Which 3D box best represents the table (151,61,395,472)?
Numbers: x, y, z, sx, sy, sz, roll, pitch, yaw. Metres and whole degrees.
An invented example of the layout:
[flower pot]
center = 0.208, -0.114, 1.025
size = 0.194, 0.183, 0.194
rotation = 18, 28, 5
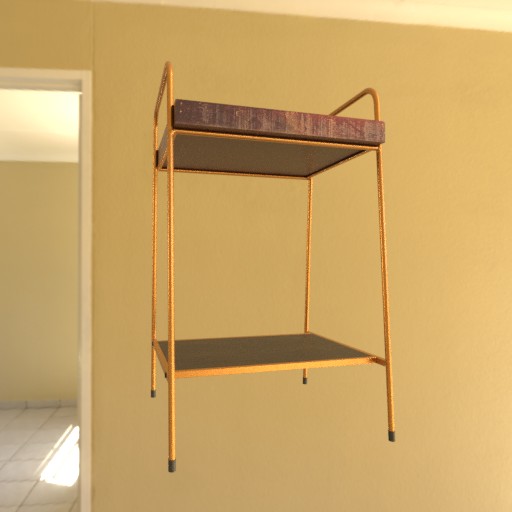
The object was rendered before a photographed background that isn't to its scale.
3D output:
[table]
center = 0.000, 0.000, 0.990
size = 0.430, 0.710, 0.430
rotation = 0, -1, -17
